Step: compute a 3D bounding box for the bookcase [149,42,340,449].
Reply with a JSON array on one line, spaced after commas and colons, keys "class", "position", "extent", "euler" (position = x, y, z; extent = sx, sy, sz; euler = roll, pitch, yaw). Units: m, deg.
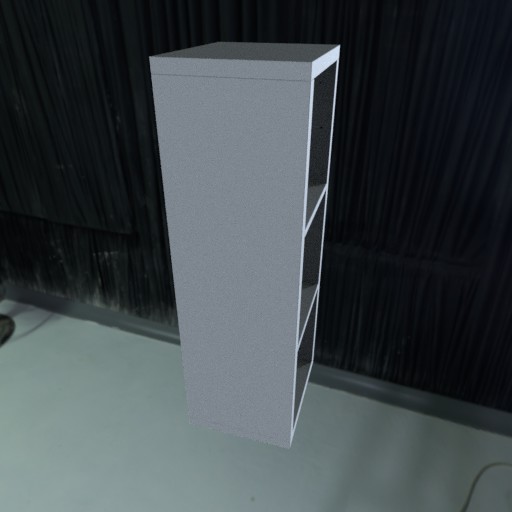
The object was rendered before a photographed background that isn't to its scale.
[{"class": "bookcase", "position": [0.000, 0.000, 1.277], "extent": [0.330, 1.080, 0.390], "euler": [8, 31, 14]}]
